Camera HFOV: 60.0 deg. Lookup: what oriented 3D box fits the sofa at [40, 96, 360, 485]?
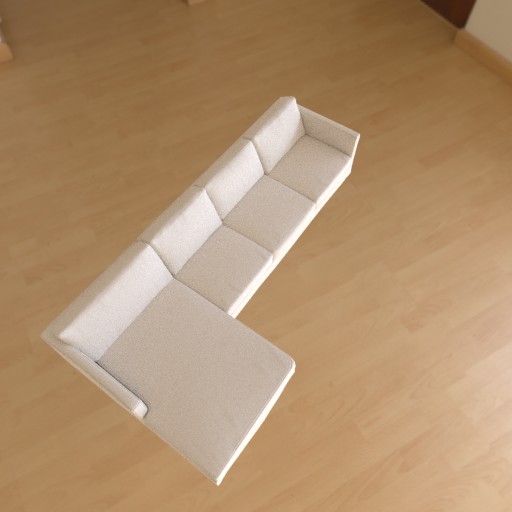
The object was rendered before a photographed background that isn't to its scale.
[{"bbox_3d":[0.000,0.000,3.850,1.625,0.846,3.186,31,64,17],"label":"sofa"}]
